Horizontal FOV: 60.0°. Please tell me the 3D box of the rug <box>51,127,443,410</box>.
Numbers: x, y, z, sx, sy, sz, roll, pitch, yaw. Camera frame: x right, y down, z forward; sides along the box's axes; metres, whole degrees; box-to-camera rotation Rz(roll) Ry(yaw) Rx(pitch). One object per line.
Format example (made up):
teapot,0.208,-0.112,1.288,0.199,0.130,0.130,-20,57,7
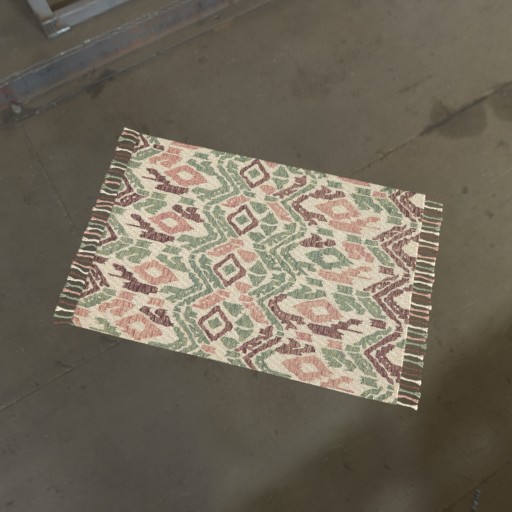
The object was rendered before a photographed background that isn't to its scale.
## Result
rug,0.000,0.000,3.054,2.438,0.011,1.524,13,73,4
